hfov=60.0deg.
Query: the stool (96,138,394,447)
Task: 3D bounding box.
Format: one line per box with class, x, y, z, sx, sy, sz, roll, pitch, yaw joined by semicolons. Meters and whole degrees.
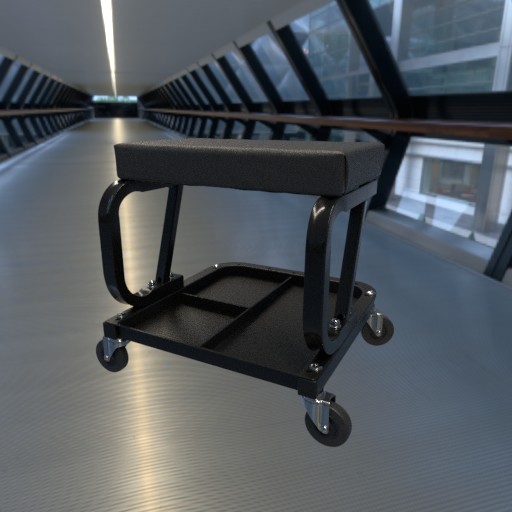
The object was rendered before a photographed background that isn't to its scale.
stool;0.000;0.000;0.760;0.446;0.380;0.371;9;19;26
